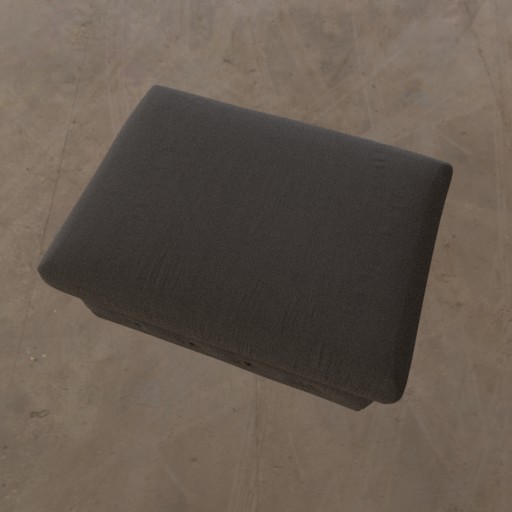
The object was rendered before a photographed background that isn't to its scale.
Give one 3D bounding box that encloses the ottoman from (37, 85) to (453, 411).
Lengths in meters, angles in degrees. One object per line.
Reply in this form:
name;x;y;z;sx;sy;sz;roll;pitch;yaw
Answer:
ottoman;0.000;0.000;1.133;0.771;0.500;0.569;18;66;8
